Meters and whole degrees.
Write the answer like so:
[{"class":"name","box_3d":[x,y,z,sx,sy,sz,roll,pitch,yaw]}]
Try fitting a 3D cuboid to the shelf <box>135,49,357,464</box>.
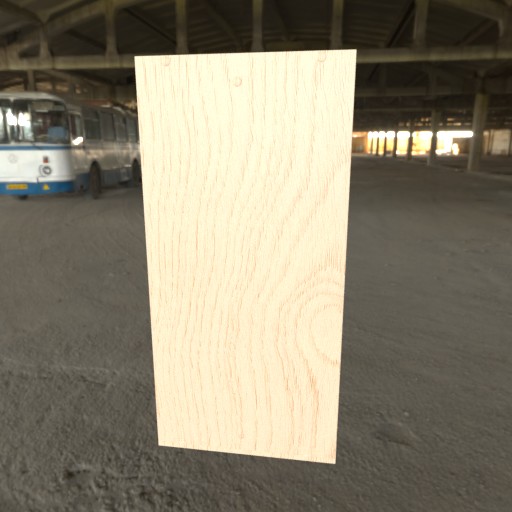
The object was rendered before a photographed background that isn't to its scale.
[{"class":"shelf","box_3d":[0.000,0.000,0.762,0.290,0.600,0.250,2,14,8]}]
